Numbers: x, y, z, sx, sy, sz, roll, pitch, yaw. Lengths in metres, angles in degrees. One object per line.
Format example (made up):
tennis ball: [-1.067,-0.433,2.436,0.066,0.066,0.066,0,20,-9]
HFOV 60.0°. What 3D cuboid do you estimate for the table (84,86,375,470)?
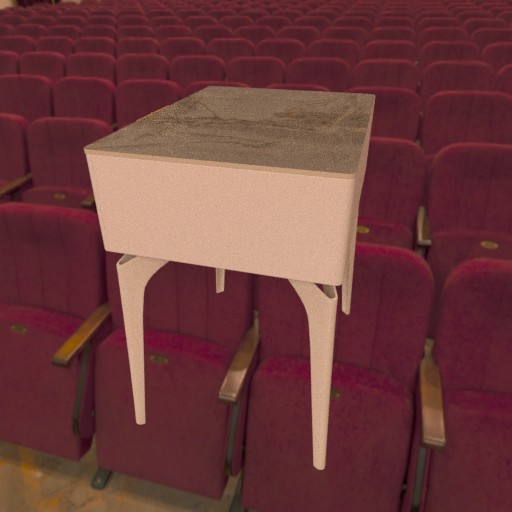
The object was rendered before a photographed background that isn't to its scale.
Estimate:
table: [0.000,0.000,0.920,0.400,0.570,0.500,8,32,13]
